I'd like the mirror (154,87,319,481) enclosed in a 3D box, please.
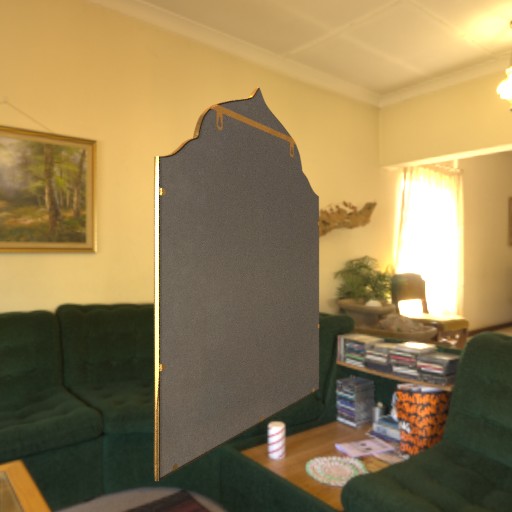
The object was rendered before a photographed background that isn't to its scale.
[{"bbox_3d":[0.000,0.000,0.838,0.018,0.635,0.513,0,0,34],"label":"mirror"}]
